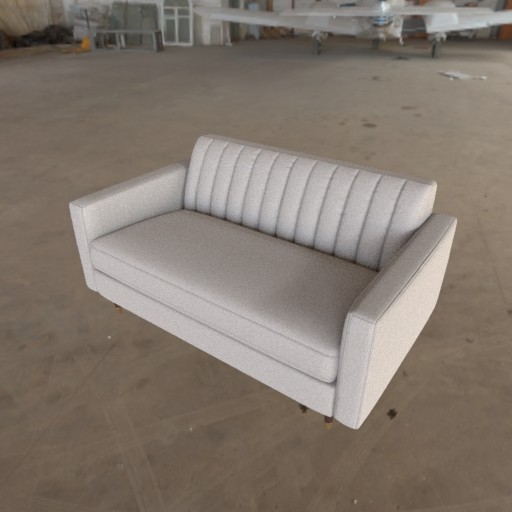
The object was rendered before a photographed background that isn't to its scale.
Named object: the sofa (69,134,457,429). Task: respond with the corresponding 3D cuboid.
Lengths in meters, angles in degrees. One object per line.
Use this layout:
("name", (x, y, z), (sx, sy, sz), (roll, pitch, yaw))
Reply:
("sofa", (0.000, 0.000, 2.169), (1.585, 0.801, 0.950), (20, 36, 30))
